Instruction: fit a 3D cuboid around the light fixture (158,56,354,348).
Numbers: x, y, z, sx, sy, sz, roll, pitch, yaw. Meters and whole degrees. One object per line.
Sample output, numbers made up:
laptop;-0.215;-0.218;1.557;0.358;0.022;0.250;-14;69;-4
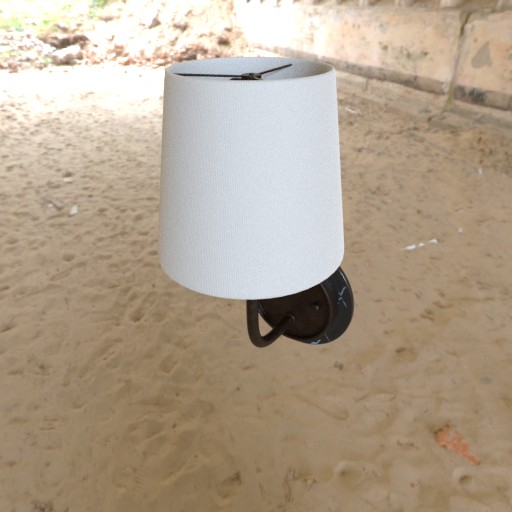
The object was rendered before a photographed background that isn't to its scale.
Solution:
light fixture;0.000;0.000;0.424;0.168;0.337;0.188;19;35;29
